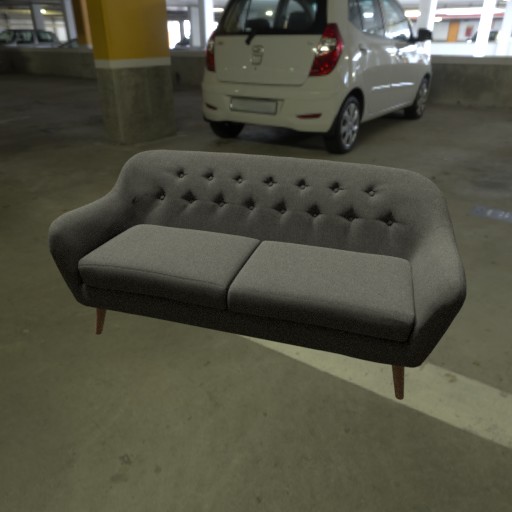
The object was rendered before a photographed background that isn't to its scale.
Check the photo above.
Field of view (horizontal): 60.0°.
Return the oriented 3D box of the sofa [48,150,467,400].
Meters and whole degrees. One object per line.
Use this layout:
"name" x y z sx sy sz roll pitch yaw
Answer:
"sofa" 0.000 0.000 2.207 1.840 0.820 0.820 8 27 16
